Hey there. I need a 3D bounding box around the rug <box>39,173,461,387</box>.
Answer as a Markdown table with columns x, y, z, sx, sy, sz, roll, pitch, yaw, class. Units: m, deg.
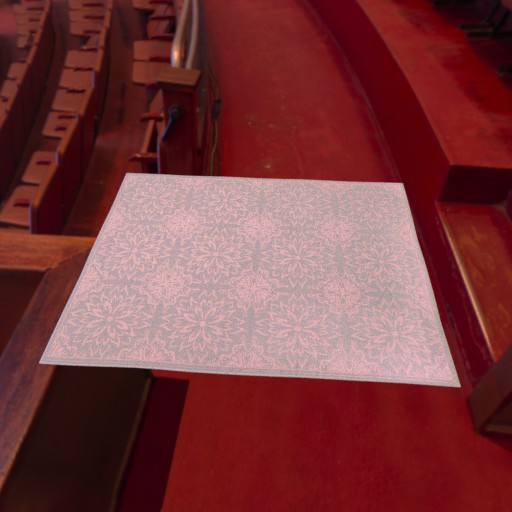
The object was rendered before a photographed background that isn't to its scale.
| x | y | z | sx | sy | sz | roll | pitch | yaw | class |
| --- | --- | --- | --- | --- | --- | --- | --- | --- | --- |
| 0.000 | 0.000 | 3.949 | 2.980 | 0.012 | 2.363 | 3 | 45 | 3 | rug |
